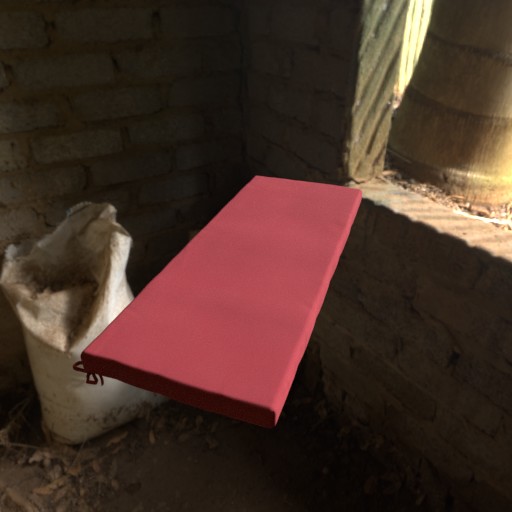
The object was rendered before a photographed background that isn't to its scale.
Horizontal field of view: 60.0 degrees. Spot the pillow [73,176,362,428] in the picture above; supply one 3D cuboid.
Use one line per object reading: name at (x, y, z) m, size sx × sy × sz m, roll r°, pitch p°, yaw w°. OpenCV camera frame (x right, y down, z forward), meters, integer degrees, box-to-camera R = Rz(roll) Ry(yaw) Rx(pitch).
pillow at (0.000, 0.000, 1.379) m, size 0.492 × 0.081 × 1.187 m, roll 11°, pitch 33°, yaw 17°
